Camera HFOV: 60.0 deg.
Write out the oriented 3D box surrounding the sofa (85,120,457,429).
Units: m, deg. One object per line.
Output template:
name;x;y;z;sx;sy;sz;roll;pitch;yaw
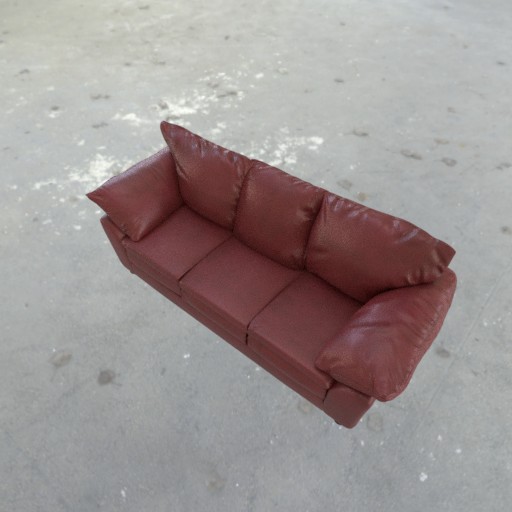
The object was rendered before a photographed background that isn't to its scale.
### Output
sofa;0.000;0.000;2.911;2.390;1.091;0.907;30;52;27
